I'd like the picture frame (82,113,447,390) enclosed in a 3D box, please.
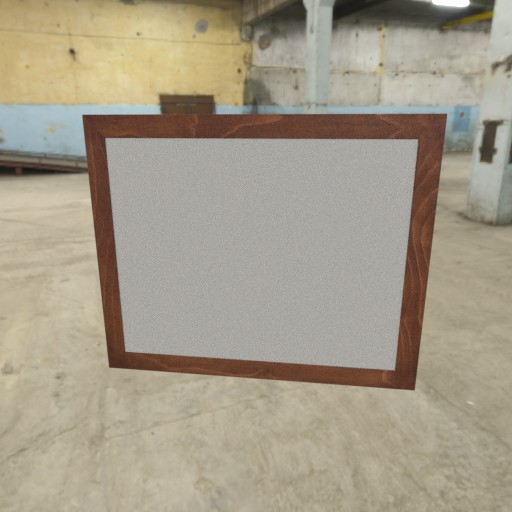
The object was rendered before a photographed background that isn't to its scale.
[{"bbox_3d":[0.000,0.000,0.751,0.559,0.457,0.025,2,17,7],"label":"picture frame"}]
